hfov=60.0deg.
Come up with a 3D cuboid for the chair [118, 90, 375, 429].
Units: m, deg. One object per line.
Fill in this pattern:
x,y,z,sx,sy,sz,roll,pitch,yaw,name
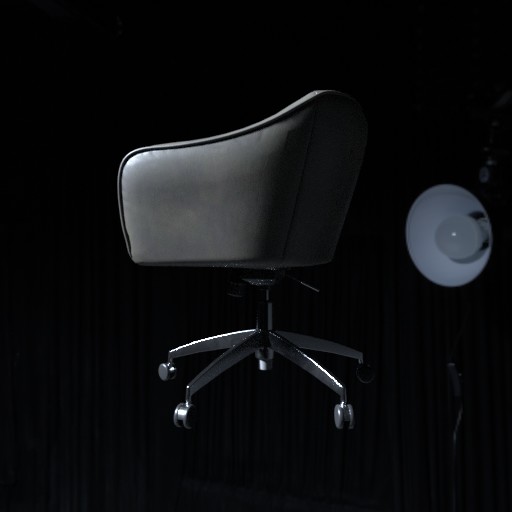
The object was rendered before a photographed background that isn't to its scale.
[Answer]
0.000,0.000,1.365,0.689,0.827,0.713,0,1,19,chair
